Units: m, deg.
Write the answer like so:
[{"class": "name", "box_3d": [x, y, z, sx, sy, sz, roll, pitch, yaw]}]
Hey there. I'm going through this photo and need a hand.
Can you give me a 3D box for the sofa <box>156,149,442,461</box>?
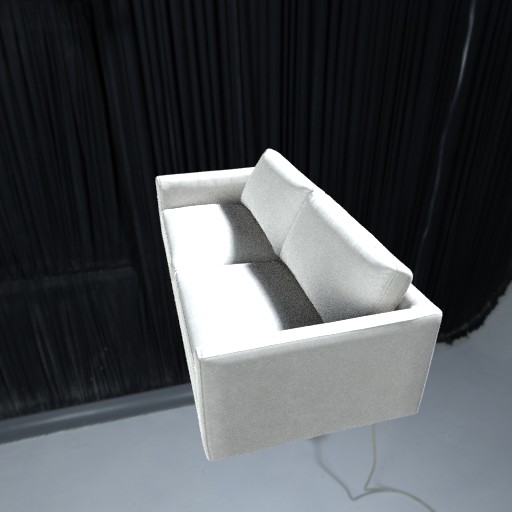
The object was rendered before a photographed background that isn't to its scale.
[{"class": "sofa", "box_3d": [0.000, 0.000, 2.838, 1.090, 0.838, 2.588, -7, 29, -13]}]
